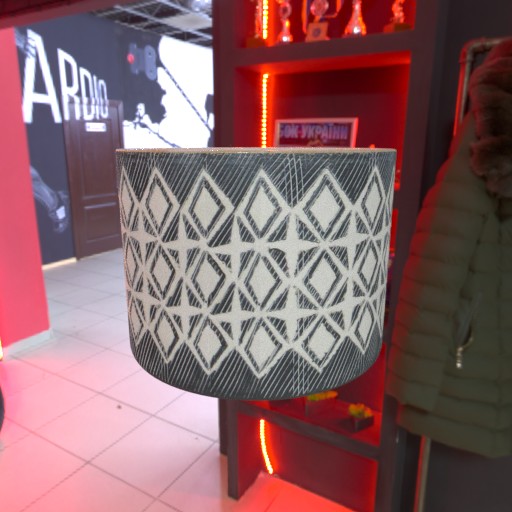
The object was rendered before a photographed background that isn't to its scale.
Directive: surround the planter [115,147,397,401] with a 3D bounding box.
[{"bbox_3d":[0.000,0.000,0.221,0.126,0.104,0.126,0,14,0],"label":"planter"}]
